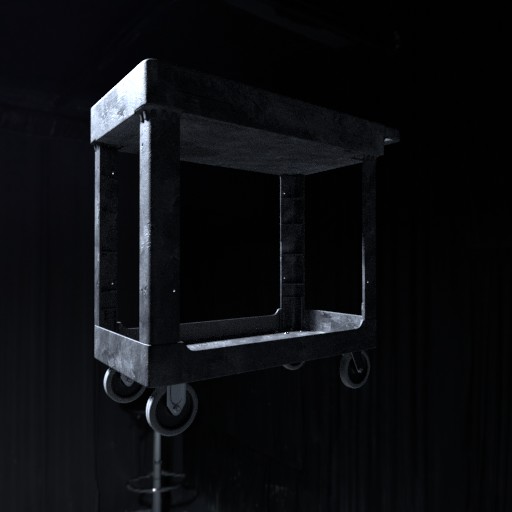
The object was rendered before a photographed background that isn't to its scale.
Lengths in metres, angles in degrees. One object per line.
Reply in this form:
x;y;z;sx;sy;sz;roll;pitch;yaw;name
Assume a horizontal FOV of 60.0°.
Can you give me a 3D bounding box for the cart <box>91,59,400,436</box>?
0.000;0.000;1.346;0.877;0.824;0.420;0;-1;-37;cart
